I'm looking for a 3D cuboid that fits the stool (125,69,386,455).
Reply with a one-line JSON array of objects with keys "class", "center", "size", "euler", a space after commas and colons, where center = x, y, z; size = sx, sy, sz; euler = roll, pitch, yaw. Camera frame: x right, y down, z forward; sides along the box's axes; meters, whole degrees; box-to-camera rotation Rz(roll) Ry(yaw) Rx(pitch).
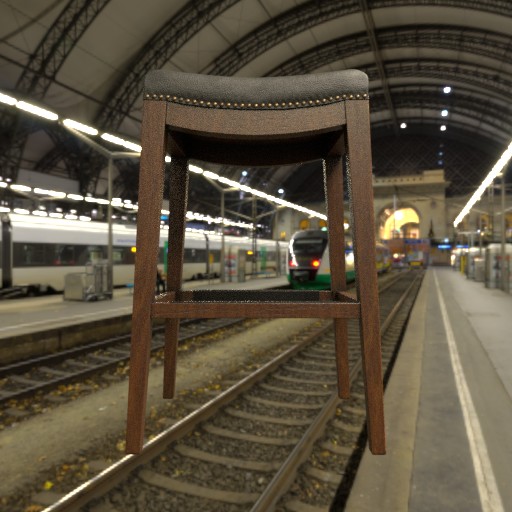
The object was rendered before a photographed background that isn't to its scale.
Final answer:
[{"class": "stool", "center": [0.000, 0.000, 1.031], "size": [0.500, 0.765, 0.361], "euler": [0, 0, 0]}]
